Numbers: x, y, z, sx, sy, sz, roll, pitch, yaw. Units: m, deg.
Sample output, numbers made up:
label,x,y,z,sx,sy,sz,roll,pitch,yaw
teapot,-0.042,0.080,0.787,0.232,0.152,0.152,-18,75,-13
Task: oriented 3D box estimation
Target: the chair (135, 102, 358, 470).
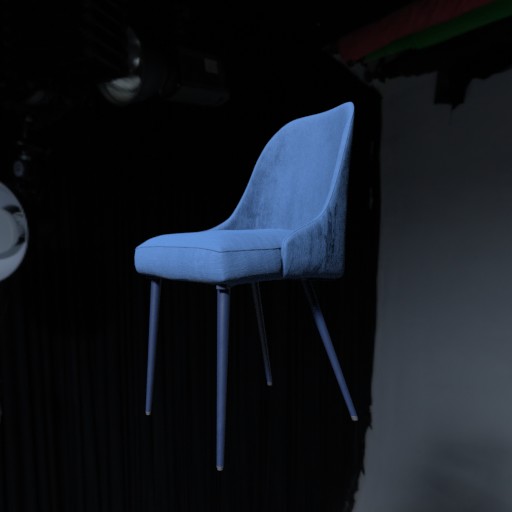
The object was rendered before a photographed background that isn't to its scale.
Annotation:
label,x,y,z,sx,sy,sz,roll,pitch,yaw
chair,0.000,0.000,1.238,0.559,0.896,0.478,-1,2,-37
